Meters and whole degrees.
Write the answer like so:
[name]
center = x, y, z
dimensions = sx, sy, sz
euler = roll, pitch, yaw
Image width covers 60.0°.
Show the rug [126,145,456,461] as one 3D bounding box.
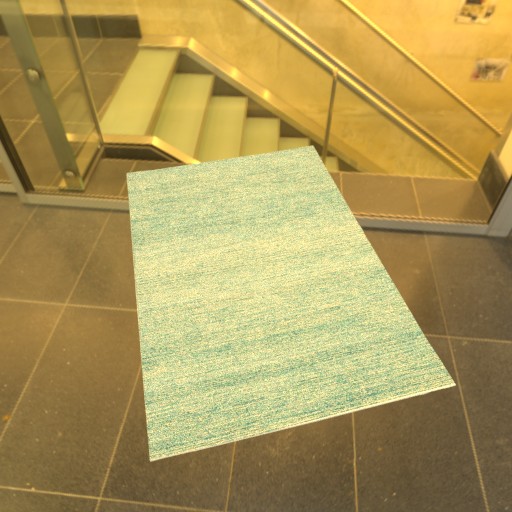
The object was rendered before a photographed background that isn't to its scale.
[rug]
center = 0.000, 0.000, 2.949
dimensions = 1.593, 0.029, 2.305
euler = -10, 48, -9
